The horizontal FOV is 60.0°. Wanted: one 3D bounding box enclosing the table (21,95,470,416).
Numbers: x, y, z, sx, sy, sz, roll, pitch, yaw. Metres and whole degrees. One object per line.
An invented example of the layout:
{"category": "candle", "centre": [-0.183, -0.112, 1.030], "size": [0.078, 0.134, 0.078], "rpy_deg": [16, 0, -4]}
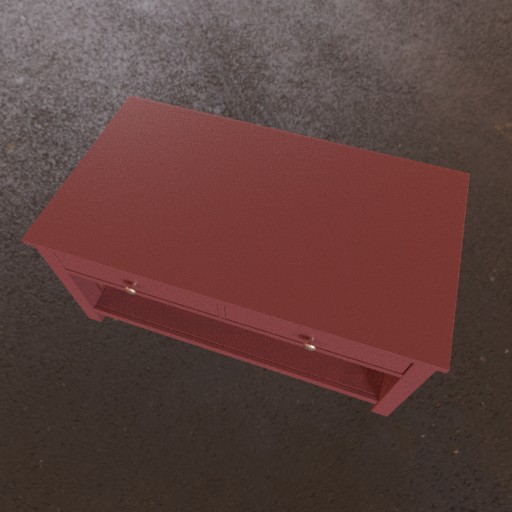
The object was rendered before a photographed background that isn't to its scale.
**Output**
{"category": "table", "centre": [0.000, 0.000, 1.395], "size": [1.068, 0.493, 0.612], "rpy_deg": [16, 59, 10]}
